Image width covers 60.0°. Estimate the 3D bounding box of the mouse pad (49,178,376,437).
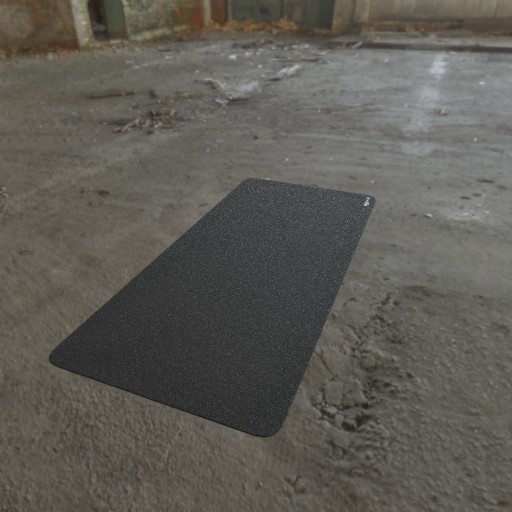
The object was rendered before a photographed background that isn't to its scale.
[{"bbox_3d":[0.000,0.000,1.044,0.424,0.003,0.907,12,33,19],"label":"mouse pad"}]
